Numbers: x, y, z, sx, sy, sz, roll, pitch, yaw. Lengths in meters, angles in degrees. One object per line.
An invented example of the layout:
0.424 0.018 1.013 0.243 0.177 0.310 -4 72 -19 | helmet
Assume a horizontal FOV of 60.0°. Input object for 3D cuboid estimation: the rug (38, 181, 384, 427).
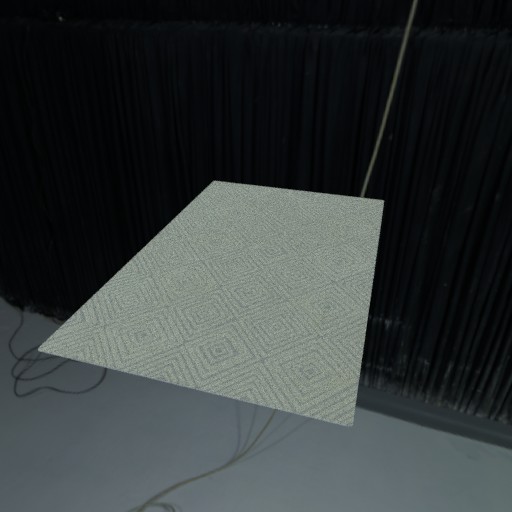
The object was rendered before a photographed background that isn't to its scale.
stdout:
0.000 0.000 2.203 1.143 0.008 1.753 9 32 15 | rug
